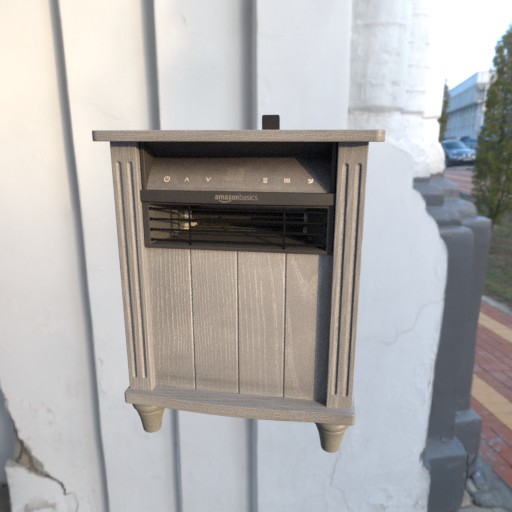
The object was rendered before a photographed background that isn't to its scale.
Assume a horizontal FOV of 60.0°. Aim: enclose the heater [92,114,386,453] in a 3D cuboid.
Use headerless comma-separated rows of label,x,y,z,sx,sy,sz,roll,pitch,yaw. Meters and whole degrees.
heater,0.000,0.000,0.763,0.362,0.481,0.400,2,15,9
